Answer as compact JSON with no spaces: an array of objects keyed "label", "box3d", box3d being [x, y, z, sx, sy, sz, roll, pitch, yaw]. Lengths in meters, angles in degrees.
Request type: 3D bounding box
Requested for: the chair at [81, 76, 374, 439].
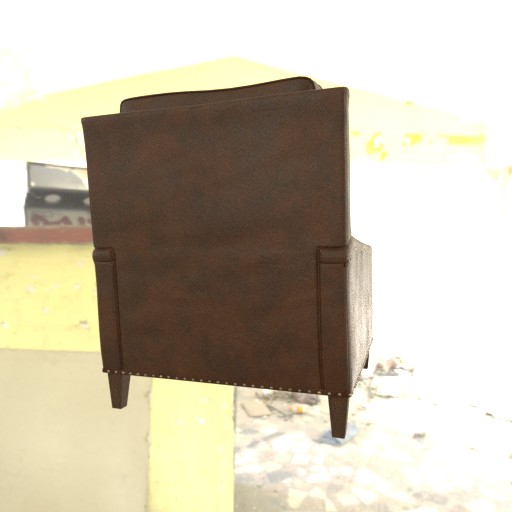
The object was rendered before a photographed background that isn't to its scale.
[{"label":"chair","box3d":[0.000,0.000,1.770,0.854,1.054,1.035,0,0,19]}]
